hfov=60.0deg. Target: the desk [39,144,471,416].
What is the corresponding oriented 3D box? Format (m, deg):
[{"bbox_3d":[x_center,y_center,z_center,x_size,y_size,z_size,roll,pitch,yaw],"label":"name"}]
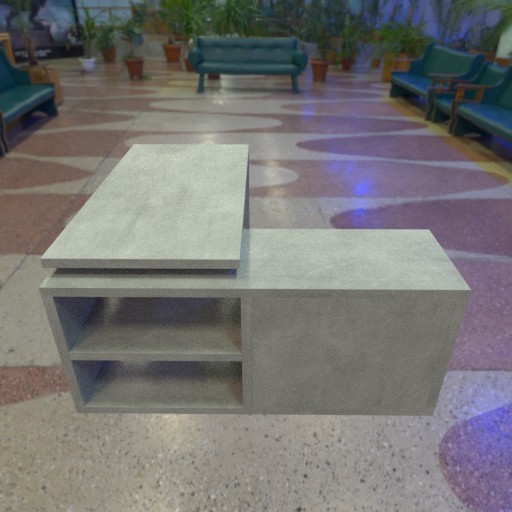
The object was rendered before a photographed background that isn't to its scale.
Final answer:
[{"bbox_3d":[0.000,0.000,2.283,1.500,0.740,1.400,0,31,0],"label":"desk"}]
